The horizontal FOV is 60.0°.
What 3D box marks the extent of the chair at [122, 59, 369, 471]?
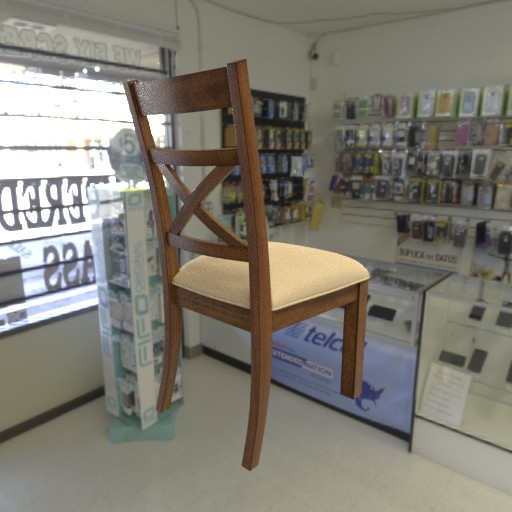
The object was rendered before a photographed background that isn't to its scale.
[{"bbox_3d":[0.000,0.000,1.292,0.461,0.949,0.581,12,18,41],"label":"chair"}]
